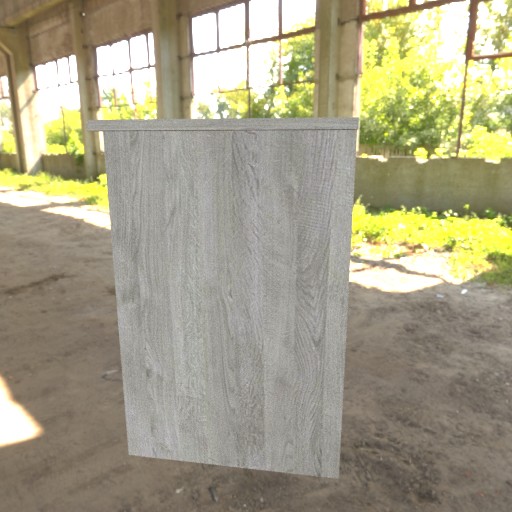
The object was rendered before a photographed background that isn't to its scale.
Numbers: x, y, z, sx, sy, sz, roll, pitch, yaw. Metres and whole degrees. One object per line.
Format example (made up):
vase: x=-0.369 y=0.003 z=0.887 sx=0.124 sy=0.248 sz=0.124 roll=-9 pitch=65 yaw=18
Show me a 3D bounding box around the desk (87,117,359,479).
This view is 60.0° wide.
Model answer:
desk: x=0.000 y=0.000 z=1.305 sx=0.498 sy=0.724 sz=0.893 roll=2 pitch=14 yaw=9
